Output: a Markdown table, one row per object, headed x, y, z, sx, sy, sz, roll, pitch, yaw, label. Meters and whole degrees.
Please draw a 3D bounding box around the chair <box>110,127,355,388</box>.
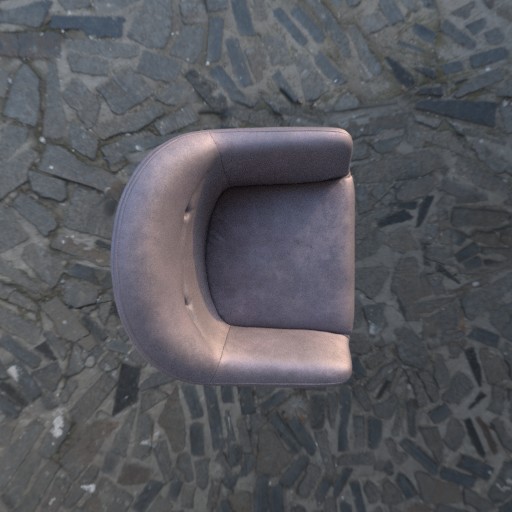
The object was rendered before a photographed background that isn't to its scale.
| x | y | z | sx | sy | sz | roll | pitch | yaw | label |
| --- | --- | --- | --- | --- | --- | --- | --- | --- | --- |
| 0.000 | 0.000 | 1.188 | 0.544 | 0.781 | 0.567 | 0 | 91 | -1 | chair |
